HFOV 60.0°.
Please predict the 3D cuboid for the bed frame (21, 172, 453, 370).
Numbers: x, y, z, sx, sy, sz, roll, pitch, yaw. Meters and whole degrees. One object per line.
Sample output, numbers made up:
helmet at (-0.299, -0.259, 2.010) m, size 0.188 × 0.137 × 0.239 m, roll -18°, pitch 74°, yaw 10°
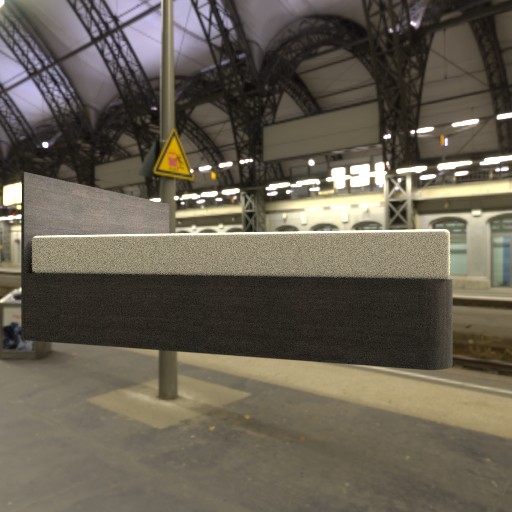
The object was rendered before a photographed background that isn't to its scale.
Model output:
bed frame at (0.000, 0.000, 2.487) m, size 1.900 × 0.800 × 1.400 m, roll 0°, pitch 0°, yaw 18°
